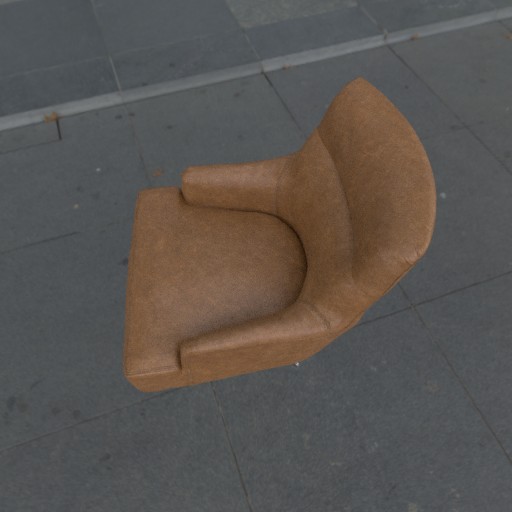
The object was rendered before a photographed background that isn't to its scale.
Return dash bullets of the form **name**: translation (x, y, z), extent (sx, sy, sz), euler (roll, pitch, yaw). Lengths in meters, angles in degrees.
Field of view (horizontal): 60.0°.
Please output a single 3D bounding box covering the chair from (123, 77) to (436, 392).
- **chair**: translation (0.000, 0.000, 1.456), extent (0.874, 0.869, 0.729), euler (-4, 57, -3)
